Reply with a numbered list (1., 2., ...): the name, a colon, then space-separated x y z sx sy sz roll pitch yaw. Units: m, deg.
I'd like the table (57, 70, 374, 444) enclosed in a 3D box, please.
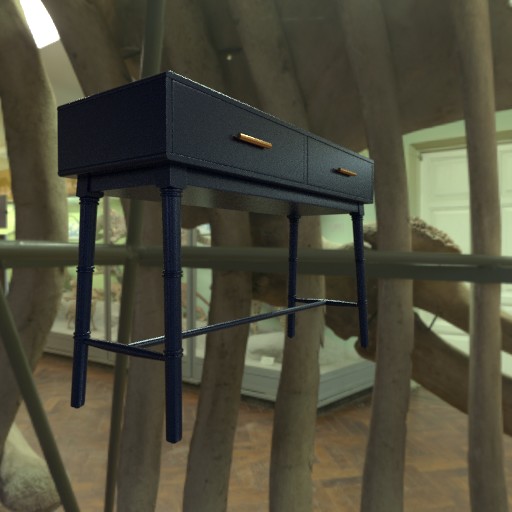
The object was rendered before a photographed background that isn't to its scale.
1. table: 0.000 0.000 1.428 0.399 0.749 1.118 1 1 35
